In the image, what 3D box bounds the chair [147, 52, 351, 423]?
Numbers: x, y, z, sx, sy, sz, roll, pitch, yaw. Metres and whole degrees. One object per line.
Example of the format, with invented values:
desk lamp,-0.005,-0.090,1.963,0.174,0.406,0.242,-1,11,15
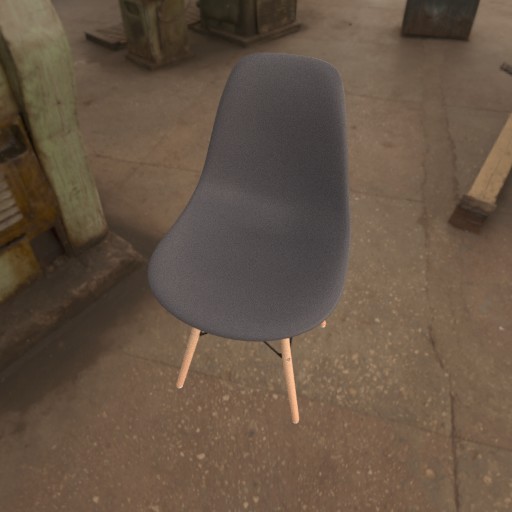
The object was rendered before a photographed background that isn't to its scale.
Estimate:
chair,0.000,0.000,1.137,0.470,0.826,0.533,12,44,13
